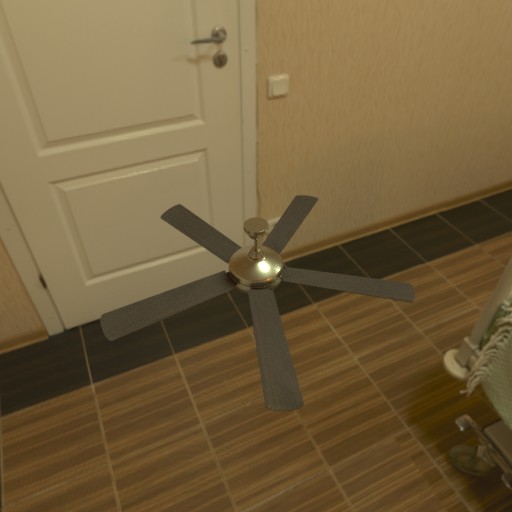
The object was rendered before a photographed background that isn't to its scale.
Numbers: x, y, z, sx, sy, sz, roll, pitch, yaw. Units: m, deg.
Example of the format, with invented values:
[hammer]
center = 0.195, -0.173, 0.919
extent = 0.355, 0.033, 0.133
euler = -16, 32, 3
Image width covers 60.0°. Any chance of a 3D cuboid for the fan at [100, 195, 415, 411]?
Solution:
[fan]
center = 0.000, 0.000, 1.983
extent = 1.321, 0.356, 1.321
euler = 26, 48, 26
